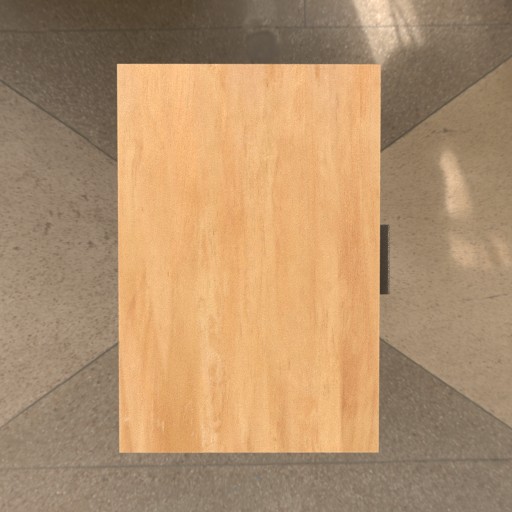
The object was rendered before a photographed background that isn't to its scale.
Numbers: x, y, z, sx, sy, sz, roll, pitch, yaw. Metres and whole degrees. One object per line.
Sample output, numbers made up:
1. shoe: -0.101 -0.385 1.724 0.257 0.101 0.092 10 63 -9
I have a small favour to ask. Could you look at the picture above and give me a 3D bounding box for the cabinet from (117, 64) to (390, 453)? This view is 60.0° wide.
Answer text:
1. cabinet: 0.000 0.000 0.928 0.394 0.599 0.551 0 91 0
